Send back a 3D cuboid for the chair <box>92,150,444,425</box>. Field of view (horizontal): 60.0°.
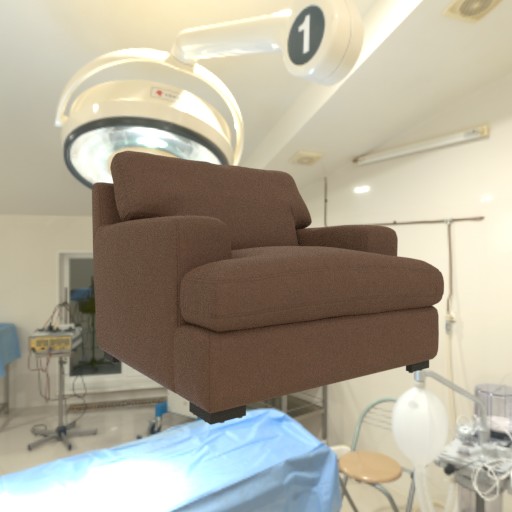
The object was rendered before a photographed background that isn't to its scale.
[{"bbox_3d":[0.000,0.000,1.943,1.168,0.940,1.143,0,1,-36],"label":"chair"}]
